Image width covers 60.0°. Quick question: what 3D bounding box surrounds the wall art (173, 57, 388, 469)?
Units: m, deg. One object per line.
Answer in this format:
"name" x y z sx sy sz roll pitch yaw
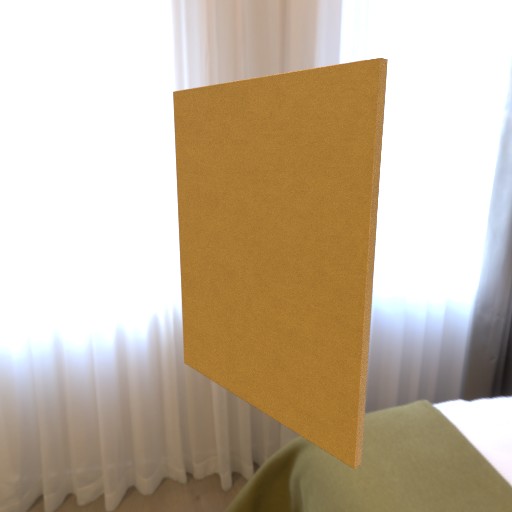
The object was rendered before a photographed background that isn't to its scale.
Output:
"wall art" 0.000 0.000 1.337 0.030 1.002 0.798 -12 18 -41
